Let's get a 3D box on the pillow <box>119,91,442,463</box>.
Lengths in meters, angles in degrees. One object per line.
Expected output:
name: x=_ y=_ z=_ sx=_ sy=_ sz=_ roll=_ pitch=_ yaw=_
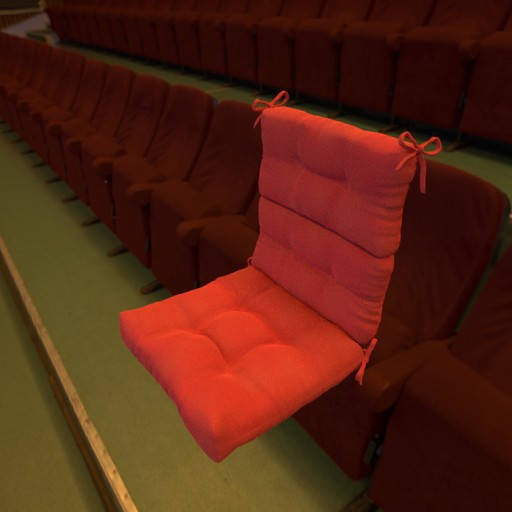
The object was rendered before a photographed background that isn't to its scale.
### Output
pillow: x=0.000 y=0.000 z=1.032 sx=0.571 sy=0.605 sz=0.519 roll=-21 pitch=37 yaw=-31
